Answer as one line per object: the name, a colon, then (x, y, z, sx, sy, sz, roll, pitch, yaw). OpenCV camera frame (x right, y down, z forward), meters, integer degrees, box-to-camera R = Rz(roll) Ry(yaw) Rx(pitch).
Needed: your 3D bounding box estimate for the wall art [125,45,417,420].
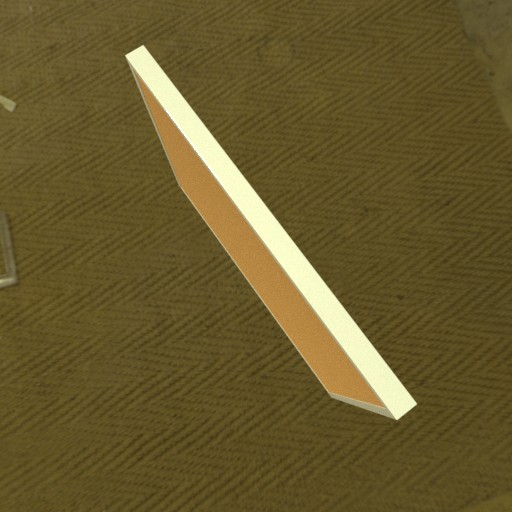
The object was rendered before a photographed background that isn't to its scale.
wall art: (0.000, 0.000, 1.372, 0.053, 0.787, 1.041, -35, 78, -8)
